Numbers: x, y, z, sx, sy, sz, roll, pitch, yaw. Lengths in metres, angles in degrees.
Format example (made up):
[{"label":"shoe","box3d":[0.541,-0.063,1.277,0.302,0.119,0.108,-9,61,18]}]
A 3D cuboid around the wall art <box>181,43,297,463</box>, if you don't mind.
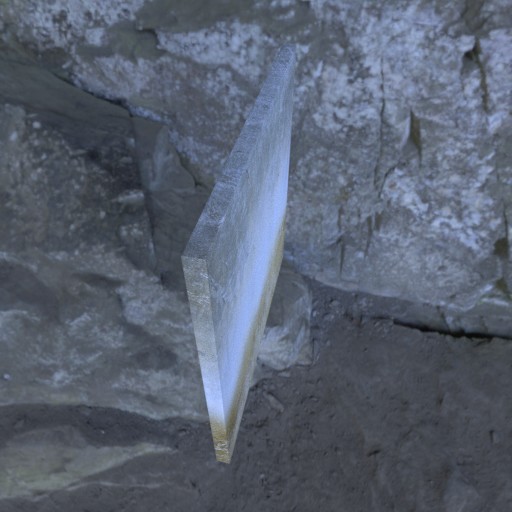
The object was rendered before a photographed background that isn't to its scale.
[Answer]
[{"label":"wall art","box3d":[0.000,0.000,1.616,0.051,1.091,1.092,9,47,9]}]
